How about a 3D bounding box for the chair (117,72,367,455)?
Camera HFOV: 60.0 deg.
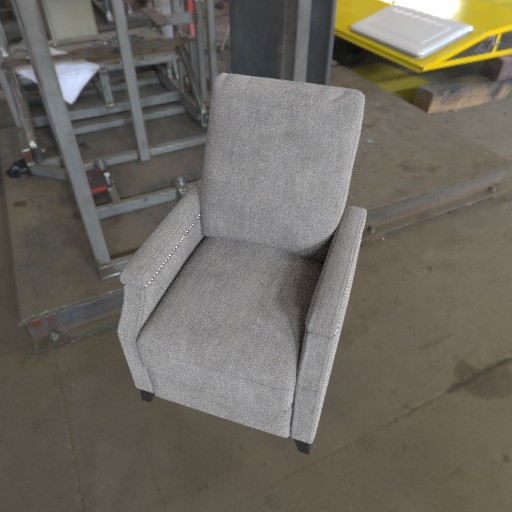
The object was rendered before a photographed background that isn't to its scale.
[{"bbox_3d":[0.000,0.000,1.638,0.710,1.049,0.922,13,44,14],"label":"chair"}]
